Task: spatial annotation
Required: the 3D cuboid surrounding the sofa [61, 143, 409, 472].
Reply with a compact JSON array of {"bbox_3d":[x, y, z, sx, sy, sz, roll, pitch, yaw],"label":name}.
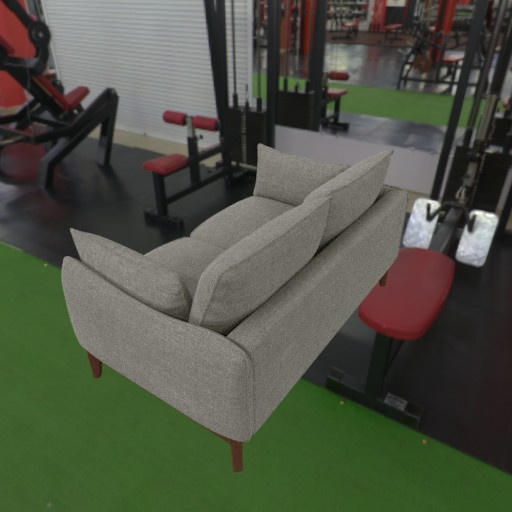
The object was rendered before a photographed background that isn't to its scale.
[{"bbox_3d":[0.000,0.000,2.162,0.972,0.851,1.580,20,37,29],"label":"sofa"}]
